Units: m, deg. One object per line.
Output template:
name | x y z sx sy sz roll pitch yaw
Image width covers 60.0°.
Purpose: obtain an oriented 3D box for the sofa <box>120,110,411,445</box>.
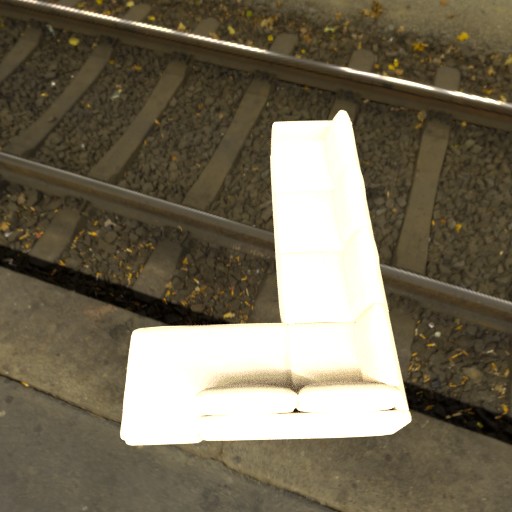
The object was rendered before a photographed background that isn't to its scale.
sofa | 0.000 0.000 3.852 2.007 0.815 2.949 -1 59 -1
